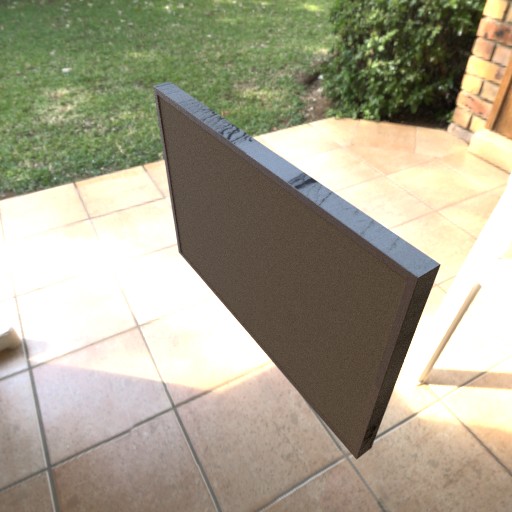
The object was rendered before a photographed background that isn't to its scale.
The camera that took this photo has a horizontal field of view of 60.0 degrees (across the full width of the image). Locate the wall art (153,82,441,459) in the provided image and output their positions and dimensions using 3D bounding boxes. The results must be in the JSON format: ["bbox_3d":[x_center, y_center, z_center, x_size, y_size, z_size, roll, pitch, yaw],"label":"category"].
[{"bbox_3d":[0.000,0.000,0.768,0.035,0.407,0.613,-25,47,-25],"label":"wall art"}]
